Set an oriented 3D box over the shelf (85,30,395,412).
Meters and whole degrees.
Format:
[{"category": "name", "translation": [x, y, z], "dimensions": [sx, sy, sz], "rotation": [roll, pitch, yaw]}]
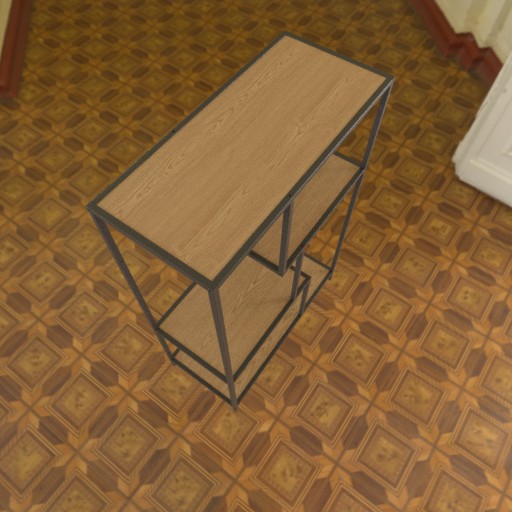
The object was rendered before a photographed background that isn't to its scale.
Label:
[{"category": "shelf", "translation": [0.000, 0.000, 1.547], "dimensions": [0.350, 1.138, 0.770], "rotation": [32, 64, 17]}]
